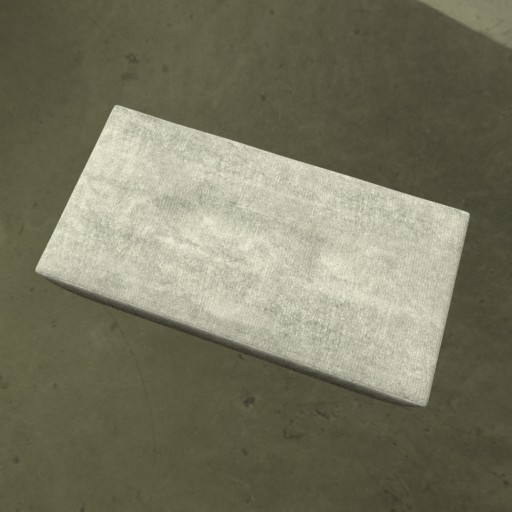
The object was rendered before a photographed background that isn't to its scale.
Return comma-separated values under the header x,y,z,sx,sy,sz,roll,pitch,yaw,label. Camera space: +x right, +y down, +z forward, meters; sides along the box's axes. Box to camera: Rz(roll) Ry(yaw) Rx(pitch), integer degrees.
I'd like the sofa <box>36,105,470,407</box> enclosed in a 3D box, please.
x,y,z,sx,sy,sz,roll,pitch,yaw,label
0.000,0.000,1.140,0.930,0.330,0.480,18,76,5,sofa
